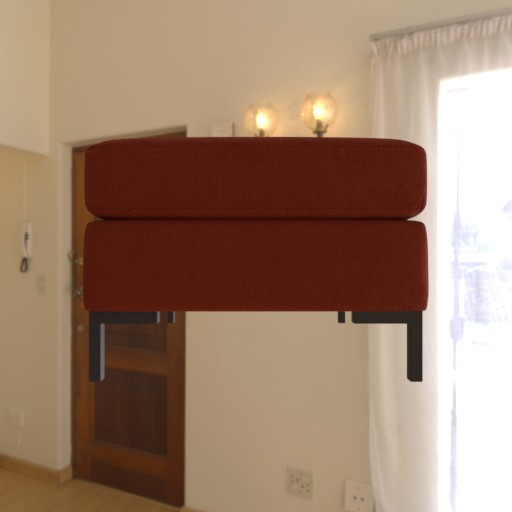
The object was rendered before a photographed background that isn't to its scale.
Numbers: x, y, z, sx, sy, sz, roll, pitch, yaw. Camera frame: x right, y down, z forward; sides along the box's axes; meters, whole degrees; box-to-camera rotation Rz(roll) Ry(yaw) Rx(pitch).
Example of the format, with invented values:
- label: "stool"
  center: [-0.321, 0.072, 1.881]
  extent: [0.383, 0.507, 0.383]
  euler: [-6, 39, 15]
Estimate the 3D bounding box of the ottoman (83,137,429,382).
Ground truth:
- label: "ottoman"
  center: [0.000, 0.000, 1.178]
  extent: [0.650, 0.462, 0.782]
  euler: [0, 0, 0]
